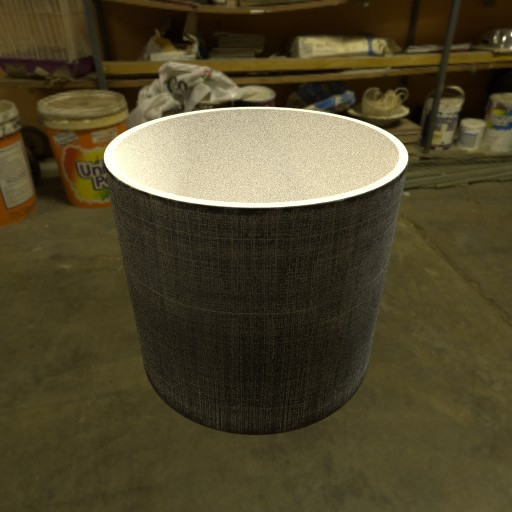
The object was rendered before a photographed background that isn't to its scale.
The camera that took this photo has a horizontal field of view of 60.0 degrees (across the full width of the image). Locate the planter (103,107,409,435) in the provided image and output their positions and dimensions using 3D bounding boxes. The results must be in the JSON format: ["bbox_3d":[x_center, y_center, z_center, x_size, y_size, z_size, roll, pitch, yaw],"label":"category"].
[{"bbox_3d":[0.000,0.000,0.387,0.221,0.201,0.221,0,32,0],"label":"planter"}]
